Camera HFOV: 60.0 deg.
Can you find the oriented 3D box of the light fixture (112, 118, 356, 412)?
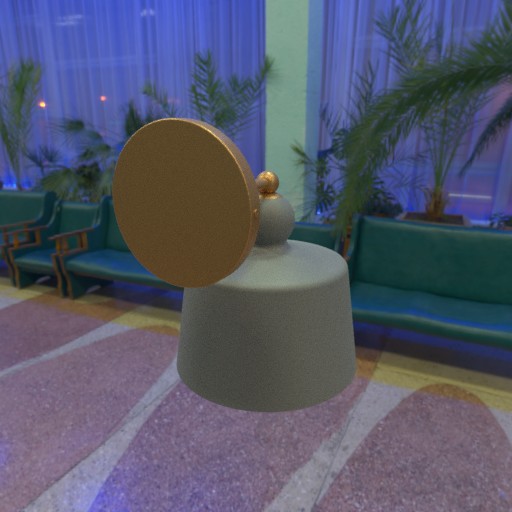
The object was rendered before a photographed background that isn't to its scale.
[{"bbox_3d":[0.000,0.000,0.453,0.204,0.268,0.254,9,19,26],"label":"light fixture"}]
